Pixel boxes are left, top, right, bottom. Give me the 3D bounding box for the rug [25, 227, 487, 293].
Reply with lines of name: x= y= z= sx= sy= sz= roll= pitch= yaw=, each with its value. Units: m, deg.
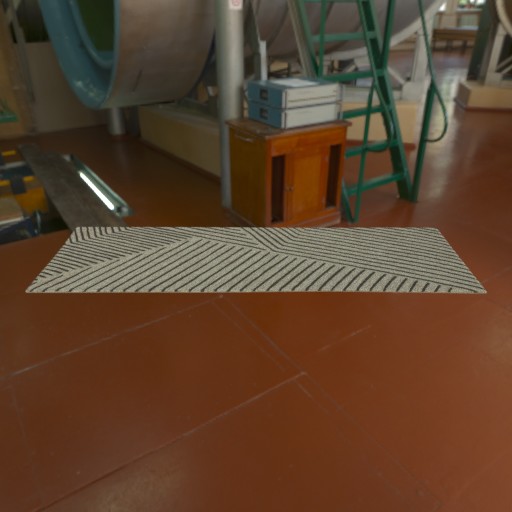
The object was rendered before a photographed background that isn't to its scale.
rug: x=0.000 y=0.000 z=2.668 sx=2.439 sy=0.020 sz=0.773 roll=0 pitch=30 yaw=0
